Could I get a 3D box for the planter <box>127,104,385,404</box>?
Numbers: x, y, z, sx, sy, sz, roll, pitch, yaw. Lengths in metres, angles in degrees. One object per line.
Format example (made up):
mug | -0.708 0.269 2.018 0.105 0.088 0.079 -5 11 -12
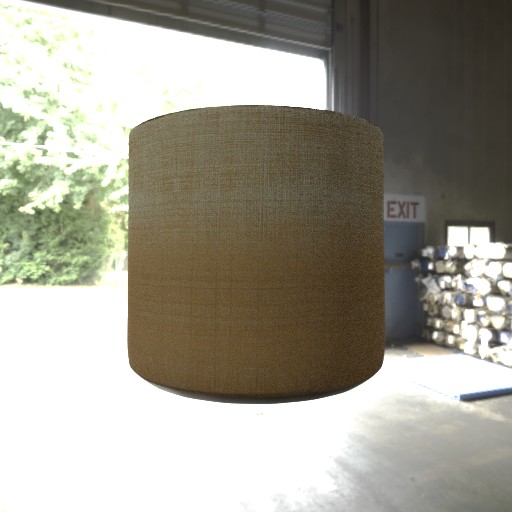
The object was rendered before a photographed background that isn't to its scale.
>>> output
planter | 0.000 0.000 0.393 0.221 0.201 0.221 0 1 0
